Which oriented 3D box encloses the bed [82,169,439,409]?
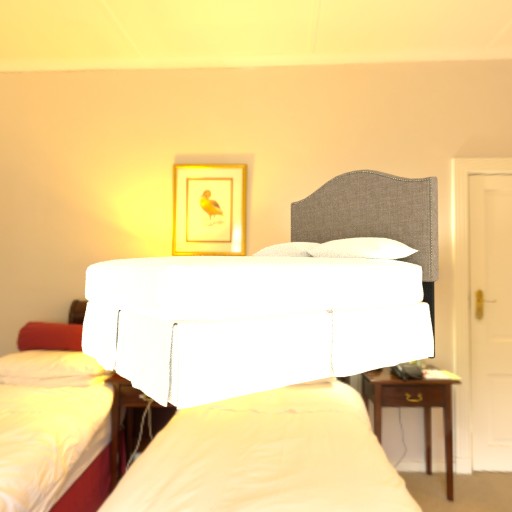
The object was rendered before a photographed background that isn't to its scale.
[{"bbox_3d":[0.000,0.000,3.315,2.153,1.518,1.713,1,-2,-35],"label":"bed"}]
